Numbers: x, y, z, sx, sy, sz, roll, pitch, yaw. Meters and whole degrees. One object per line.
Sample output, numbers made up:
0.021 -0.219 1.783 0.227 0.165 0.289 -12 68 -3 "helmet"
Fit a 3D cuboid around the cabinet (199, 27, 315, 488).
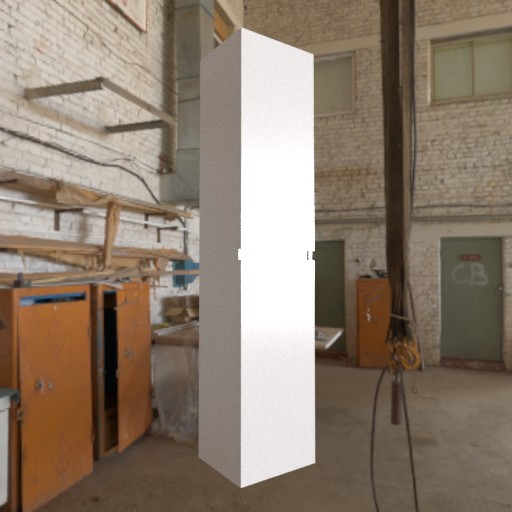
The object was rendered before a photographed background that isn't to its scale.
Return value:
0.000 0.000 1.542 0.300 1.400 0.269 1 -2 -35 "cabinet"
